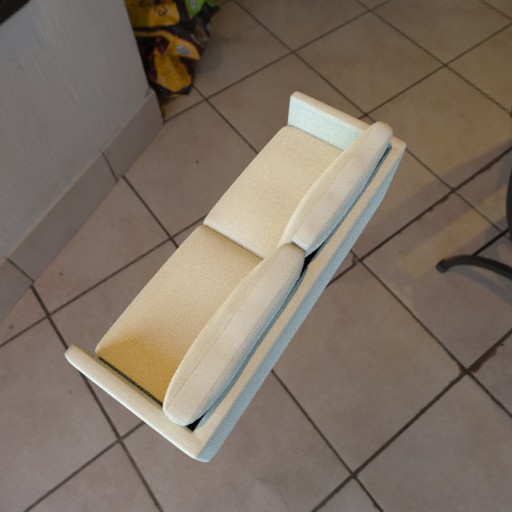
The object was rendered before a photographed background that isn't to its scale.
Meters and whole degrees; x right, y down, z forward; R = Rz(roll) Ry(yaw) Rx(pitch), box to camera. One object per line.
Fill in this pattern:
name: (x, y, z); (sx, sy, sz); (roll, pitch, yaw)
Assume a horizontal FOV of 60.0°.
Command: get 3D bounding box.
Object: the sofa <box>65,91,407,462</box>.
sofa: (0.000, 0.000, 2.982); (0.948, 0.965, 2.434); (31, 67, 15)
